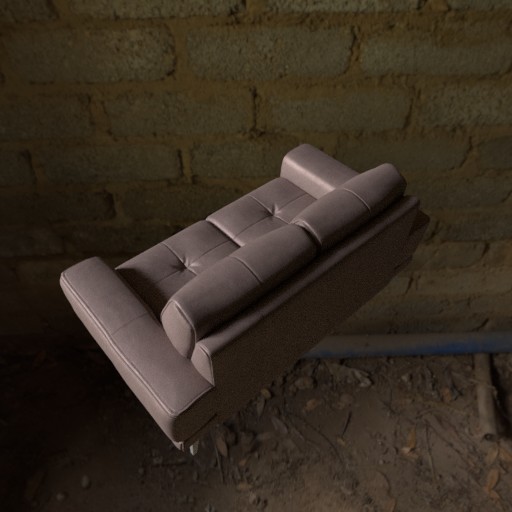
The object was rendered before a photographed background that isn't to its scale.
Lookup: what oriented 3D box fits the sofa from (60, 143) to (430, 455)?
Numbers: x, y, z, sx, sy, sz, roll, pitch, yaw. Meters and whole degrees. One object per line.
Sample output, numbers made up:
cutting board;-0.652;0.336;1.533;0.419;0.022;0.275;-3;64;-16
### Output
sofa;0.000;0.000;2.410;1.806;0.907;1.018;-33;55;-27
